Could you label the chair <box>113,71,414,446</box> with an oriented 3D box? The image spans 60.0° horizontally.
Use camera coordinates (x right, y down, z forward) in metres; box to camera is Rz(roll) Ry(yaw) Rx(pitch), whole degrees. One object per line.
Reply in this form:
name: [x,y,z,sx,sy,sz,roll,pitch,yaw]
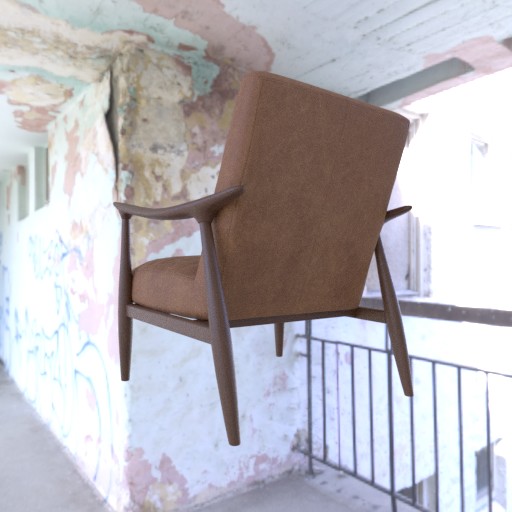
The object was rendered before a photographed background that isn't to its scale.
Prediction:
chair: [0.000,0.000,1.436,0.741,0.832,0.798,0,-1,-35]
